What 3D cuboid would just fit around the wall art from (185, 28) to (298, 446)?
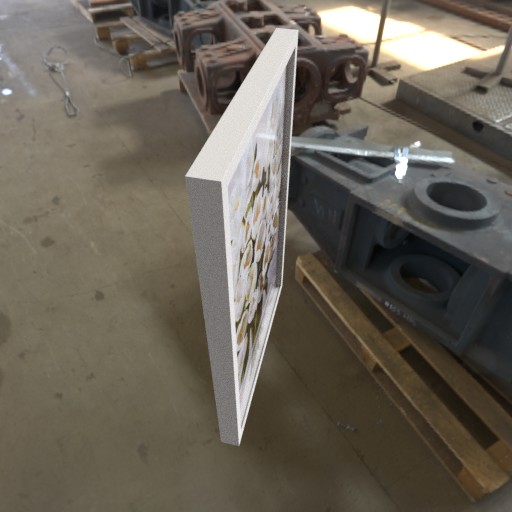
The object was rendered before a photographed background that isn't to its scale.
[{"bbox_3d":[0.000,0.000,0.543,0.025,0.428,0.293,10,46,10],"label":"wall art"}]
